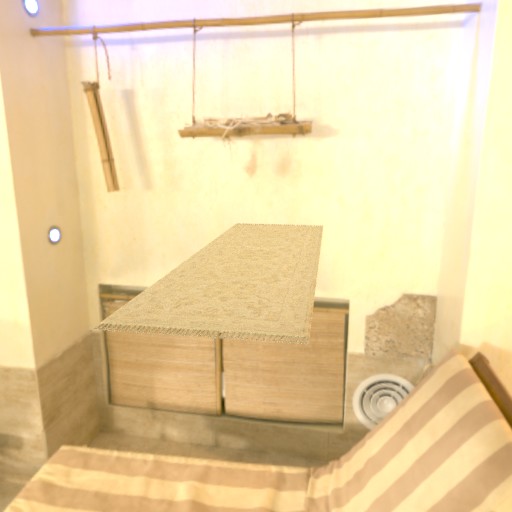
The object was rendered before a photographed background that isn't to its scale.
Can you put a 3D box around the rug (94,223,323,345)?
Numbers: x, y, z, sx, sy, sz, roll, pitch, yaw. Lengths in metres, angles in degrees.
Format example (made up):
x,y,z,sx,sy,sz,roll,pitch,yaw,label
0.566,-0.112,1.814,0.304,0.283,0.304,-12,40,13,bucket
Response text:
x,y,z,sx,sy,sz,roll,pitch,yaw,label
0.000,0.000,2.795,0.795,0.015,2.544,2,13,9,rug
